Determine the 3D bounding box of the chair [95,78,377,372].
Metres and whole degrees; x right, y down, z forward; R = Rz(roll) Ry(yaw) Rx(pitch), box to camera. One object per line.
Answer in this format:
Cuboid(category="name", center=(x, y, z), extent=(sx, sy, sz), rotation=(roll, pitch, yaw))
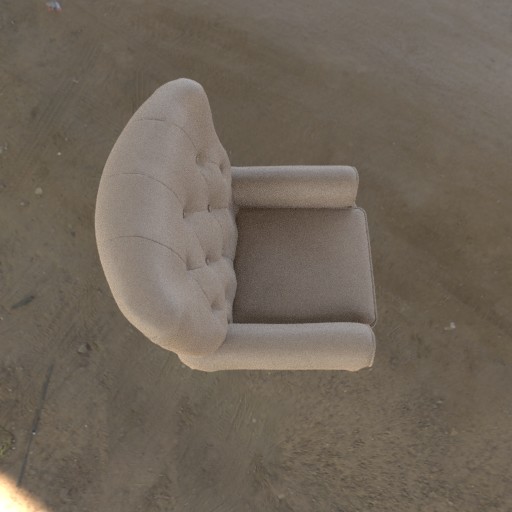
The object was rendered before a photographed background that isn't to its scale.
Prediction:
Cuboid(category="chair", center=(0.000, 0.000, 1.904), extent=(1.041, 1.138, 0.999), rotation=(1, 66, 0))
